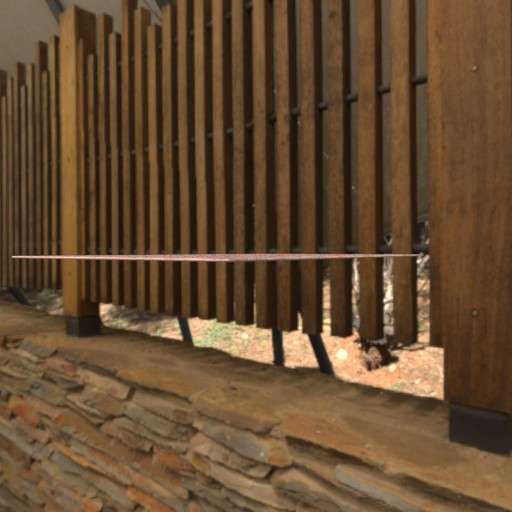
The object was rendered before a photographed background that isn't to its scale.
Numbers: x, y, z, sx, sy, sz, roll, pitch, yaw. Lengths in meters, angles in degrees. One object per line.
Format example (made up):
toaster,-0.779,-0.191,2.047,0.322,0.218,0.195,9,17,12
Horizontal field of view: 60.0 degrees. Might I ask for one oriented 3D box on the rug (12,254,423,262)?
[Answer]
rug,0.000,0.000,2.959,1.533,0.011,2.439,0,1,36
